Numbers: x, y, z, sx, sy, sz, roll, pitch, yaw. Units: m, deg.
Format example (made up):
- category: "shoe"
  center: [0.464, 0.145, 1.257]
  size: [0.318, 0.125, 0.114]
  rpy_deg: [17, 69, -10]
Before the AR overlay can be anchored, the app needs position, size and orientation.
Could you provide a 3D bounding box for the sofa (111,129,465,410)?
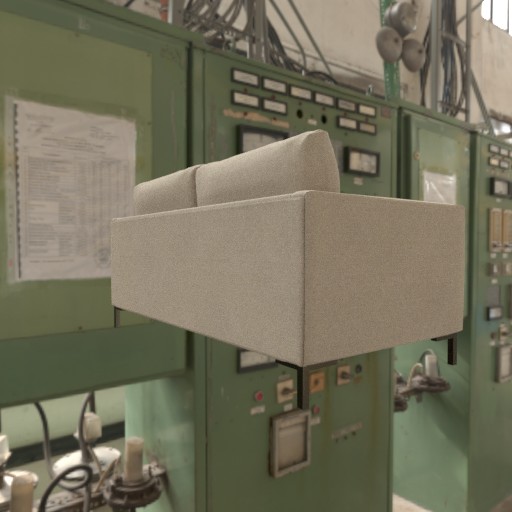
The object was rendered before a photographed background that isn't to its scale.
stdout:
- category: "sofa"
  center: [0.000, 0.000, 2.150]
  size: [0.875, 0.840, 1.682]
  rpy_deg: [-1, 2, -36]
